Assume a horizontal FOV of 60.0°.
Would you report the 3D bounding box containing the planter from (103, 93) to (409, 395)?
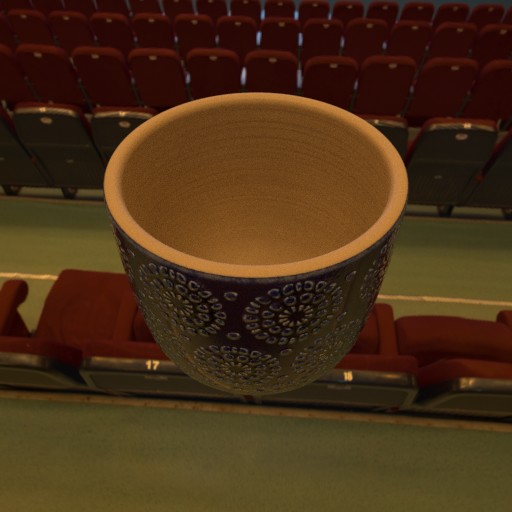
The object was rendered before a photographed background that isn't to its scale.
[{"bbox_3d":[0.000,0.000,0.295,0.165,0.149,0.165,0,47,0],"label":"planter"}]
